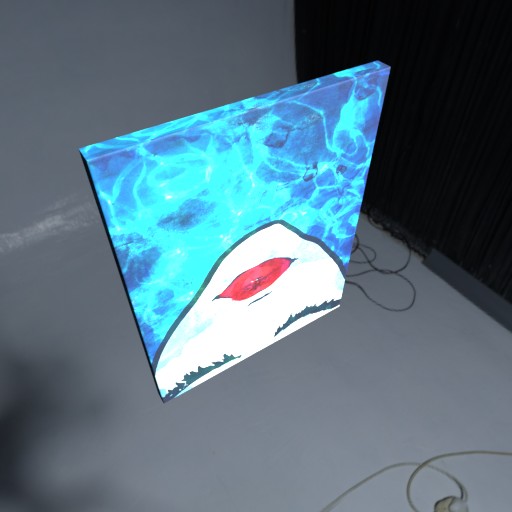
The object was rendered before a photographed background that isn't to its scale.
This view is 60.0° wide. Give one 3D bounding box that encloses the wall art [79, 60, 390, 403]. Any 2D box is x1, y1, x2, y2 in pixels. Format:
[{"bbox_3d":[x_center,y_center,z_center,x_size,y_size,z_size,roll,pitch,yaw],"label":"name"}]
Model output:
[{"bbox_3d":[0.000,0.000,1.040,0.609,0.760,0.038,-25,50,-22],"label":"wall art"}]
